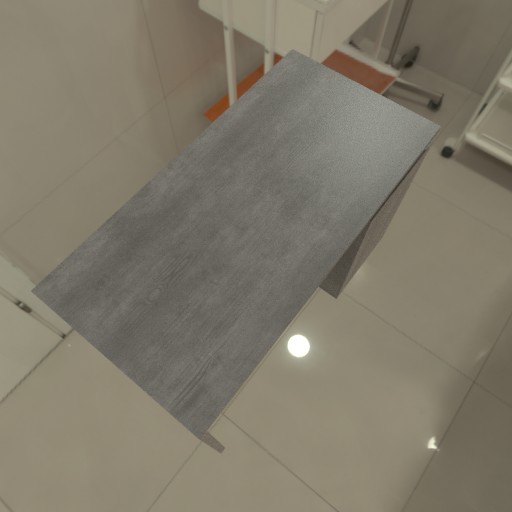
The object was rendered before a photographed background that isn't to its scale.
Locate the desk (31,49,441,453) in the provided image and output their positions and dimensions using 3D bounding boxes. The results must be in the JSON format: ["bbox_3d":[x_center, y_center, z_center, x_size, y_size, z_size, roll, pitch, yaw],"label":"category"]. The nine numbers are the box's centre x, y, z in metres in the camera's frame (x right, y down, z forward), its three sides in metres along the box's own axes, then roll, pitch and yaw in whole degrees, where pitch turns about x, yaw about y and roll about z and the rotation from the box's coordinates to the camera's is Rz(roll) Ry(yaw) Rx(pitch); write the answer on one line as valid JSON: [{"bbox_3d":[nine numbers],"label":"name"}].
[{"bbox_3d":[0.000,0.000,1.650,0.600,0.740,1.200,35,69,16],"label":"desk"}]
